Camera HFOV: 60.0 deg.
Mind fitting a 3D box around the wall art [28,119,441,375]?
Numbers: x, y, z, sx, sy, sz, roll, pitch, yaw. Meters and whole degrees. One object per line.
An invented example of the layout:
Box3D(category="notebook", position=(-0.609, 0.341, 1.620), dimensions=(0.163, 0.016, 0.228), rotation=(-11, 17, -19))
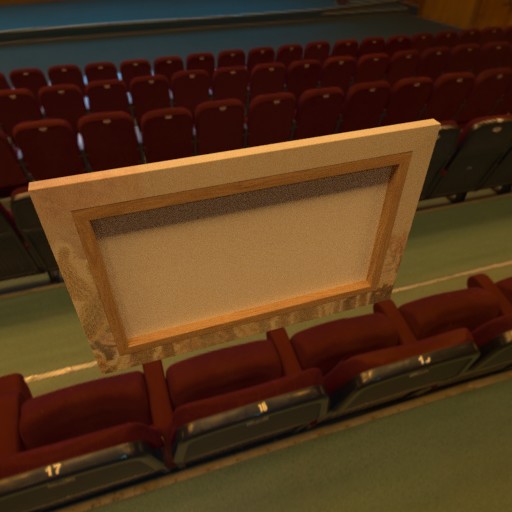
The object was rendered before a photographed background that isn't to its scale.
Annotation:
Box3D(category="wall art", position=(0.000, 0.000, 1.441), dimensions=(1.142, 0.758, 0.041), rotation=(-12, 43, -14))
